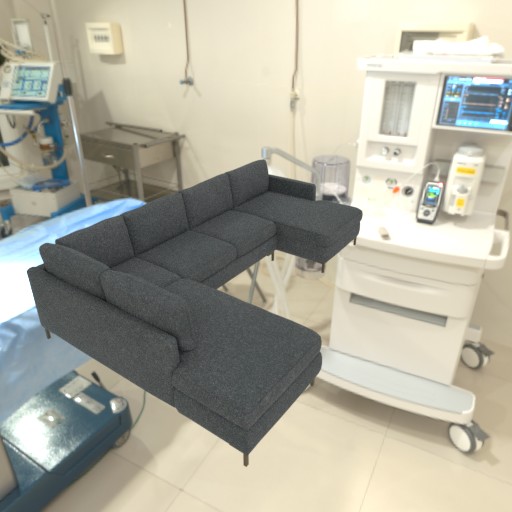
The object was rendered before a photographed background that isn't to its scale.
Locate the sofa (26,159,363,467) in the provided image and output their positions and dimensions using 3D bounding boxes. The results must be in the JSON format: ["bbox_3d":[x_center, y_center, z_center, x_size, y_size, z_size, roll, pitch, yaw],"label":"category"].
[{"bbox_3d":[0.000,0.000,3.790,2.007,0.813,2.956,18,33,31],"label":"sofa"}]
